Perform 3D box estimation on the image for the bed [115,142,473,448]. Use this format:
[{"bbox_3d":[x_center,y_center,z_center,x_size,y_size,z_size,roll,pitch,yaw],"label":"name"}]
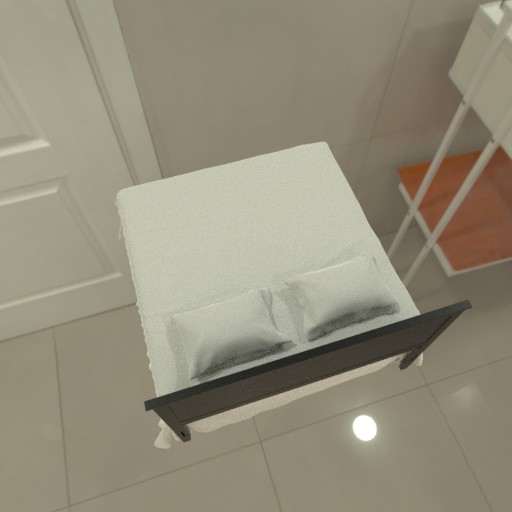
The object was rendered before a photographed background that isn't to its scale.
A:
[{"bbox_3d":[0.000,0.000,3.604,2.315,1.271,2.219,-15,61,-9],"label":"bed"}]
